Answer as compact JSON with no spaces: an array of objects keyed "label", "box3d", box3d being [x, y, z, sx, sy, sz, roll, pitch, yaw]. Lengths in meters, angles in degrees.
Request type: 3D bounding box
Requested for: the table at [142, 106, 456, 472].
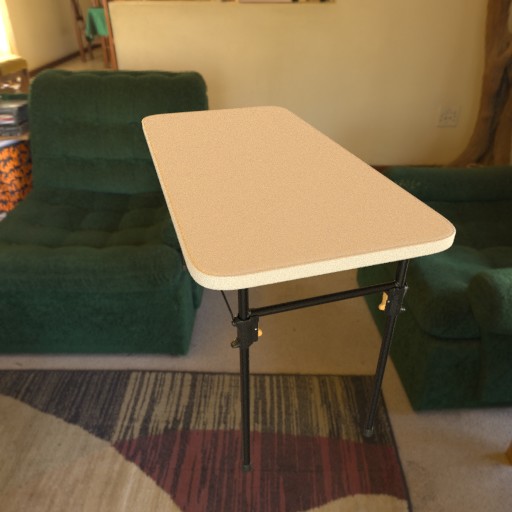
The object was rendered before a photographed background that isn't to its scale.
[{"label":"table","box3d":[0.000,0.000,1.577,0.610,0.729,1.219,-9,33,-14]}]
